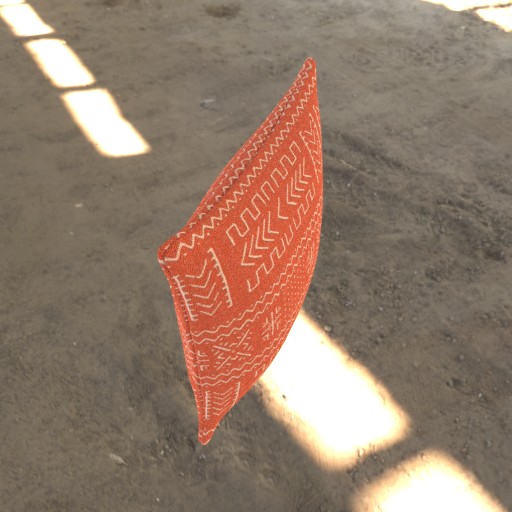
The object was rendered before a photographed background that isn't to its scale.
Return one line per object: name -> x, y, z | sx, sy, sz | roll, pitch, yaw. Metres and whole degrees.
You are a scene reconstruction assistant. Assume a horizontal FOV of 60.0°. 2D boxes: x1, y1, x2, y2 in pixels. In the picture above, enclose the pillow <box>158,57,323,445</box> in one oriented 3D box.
pillow -> 0.000, 0.000, 0.667 | 0.164, 0.429, 0.438 | 17, 49, 15
